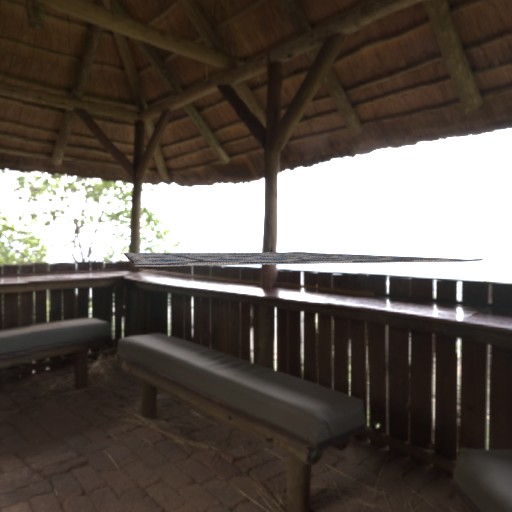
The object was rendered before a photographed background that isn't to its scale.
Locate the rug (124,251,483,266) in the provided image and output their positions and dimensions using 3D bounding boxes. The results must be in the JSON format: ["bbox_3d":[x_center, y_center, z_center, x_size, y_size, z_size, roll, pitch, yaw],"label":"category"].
[{"bbox_3d":[0.000,0.000,4.360,2.443,0.024,3.228,0,2,-18],"label":"rug"}]
